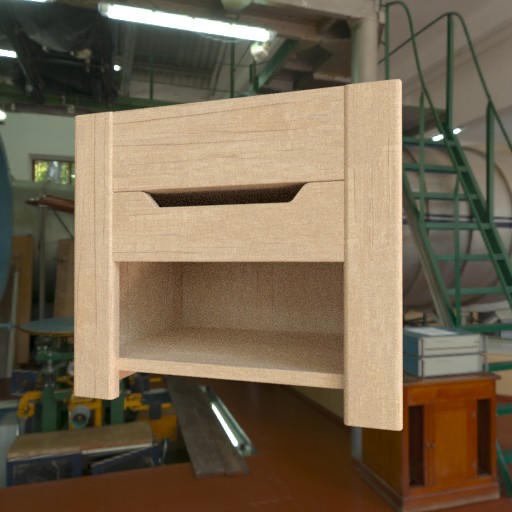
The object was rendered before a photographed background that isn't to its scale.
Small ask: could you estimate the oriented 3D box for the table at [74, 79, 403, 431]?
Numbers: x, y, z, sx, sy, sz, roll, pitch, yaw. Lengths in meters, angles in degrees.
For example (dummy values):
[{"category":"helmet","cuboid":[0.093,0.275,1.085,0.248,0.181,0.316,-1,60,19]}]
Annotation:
[{"category":"table","cuboid":[0.000,0.000,0.922,0.570,0.510,0.420,0,-1,17]}]
